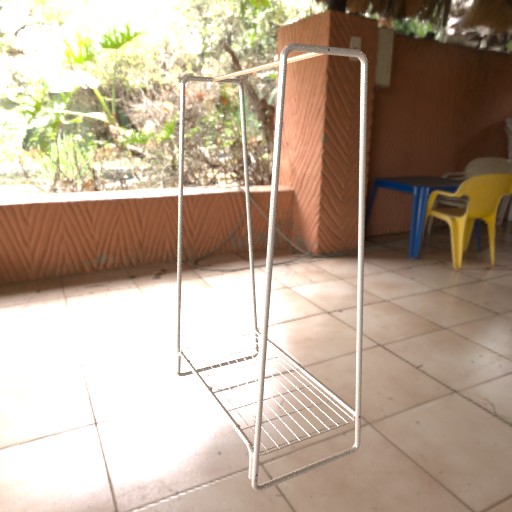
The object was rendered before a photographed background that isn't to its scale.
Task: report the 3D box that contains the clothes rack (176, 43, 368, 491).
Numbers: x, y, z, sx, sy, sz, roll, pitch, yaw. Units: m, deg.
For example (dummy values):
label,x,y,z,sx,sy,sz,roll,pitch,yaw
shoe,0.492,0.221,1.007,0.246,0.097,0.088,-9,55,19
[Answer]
label,x,y,z,sx,sy,sz,roll,pitch,yaw
clothes rack,0.000,0.000,1.882,0.495,1.500,0.900,-8,18,-27
